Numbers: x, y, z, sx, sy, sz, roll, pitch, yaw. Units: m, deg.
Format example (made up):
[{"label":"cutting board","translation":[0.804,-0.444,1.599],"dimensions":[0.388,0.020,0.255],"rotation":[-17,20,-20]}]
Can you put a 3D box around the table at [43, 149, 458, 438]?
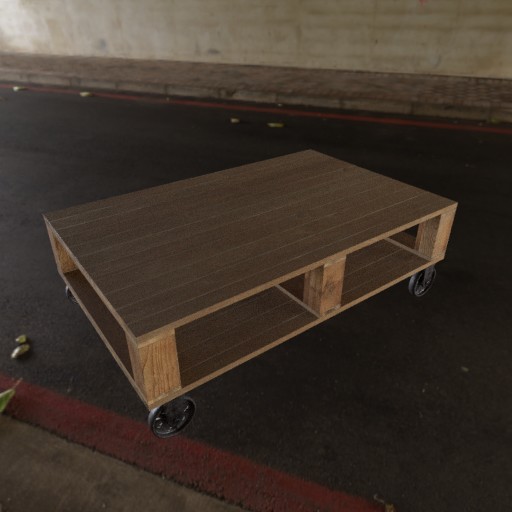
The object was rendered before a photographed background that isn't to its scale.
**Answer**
[{"label":"table","translation":[0.000,0.000,1.748],"dimensions":[1.299,0.413,0.827],"rotation":[-21,36,-31]}]
